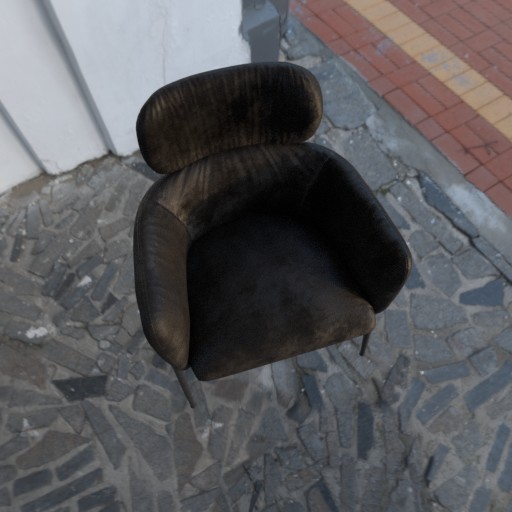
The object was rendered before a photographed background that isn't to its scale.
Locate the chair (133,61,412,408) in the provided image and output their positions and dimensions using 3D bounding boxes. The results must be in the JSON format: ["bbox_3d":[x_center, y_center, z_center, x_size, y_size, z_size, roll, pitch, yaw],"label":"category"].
[{"bbox_3d":[0.000,0.000,1.257,0.640,0.818,0.604,-15,65,-7],"label":"chair"}]
